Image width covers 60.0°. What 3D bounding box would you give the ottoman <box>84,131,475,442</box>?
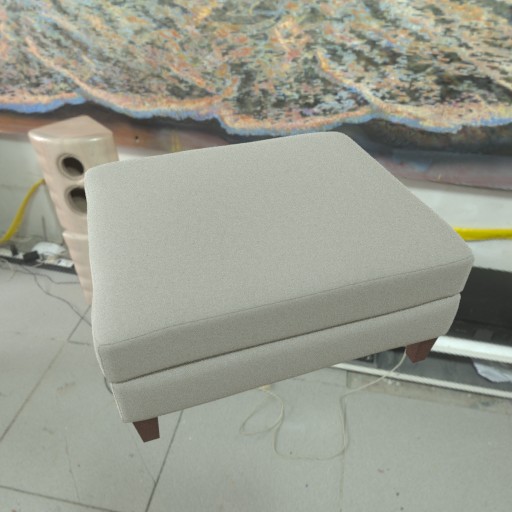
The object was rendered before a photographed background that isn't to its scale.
[{"bbox_3d":[0.000,0.000,1.441,0.976,0.492,0.836,-12,41,-14],"label":"ottoman"}]
